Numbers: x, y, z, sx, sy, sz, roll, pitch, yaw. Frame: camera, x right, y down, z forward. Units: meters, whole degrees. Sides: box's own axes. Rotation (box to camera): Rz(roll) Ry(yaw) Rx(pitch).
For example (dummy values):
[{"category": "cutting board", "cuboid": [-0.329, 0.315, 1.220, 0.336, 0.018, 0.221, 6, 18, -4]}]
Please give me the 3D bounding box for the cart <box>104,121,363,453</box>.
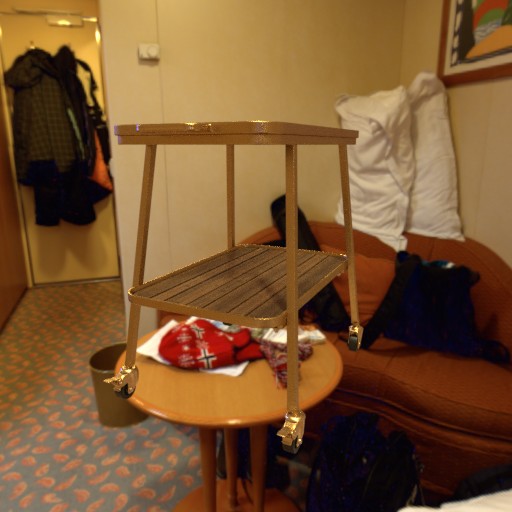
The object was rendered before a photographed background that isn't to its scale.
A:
[{"category": "cart", "cuboid": [0.000, 0.000, 1.267, 0.524, 0.700, 0.806, 7, 16, 26]}]
